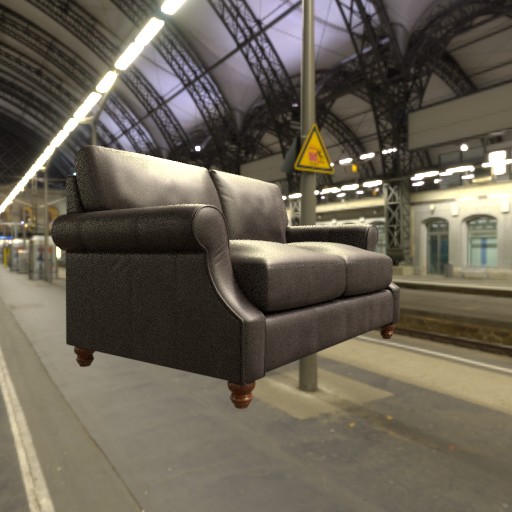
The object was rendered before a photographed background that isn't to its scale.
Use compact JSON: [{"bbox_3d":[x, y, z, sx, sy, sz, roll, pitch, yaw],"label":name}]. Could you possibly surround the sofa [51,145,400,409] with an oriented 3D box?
[{"bbox_3d":[0.000,0.000,2.297,1.030,0.979,1.663,1,1,36],"label":"sofa"}]
